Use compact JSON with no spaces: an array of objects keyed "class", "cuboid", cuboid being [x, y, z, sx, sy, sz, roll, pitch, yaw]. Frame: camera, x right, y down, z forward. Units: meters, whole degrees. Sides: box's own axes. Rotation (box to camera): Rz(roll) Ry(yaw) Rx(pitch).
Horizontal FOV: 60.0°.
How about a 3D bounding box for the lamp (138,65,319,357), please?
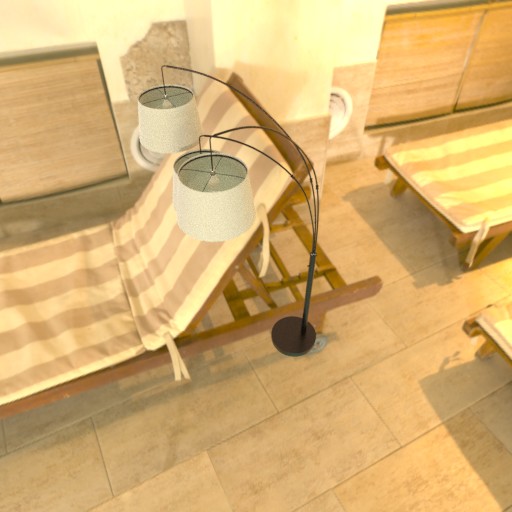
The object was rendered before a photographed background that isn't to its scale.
[{"class":"lamp","cuboid":[0.000,0.000,2.466,0.924,1.950,0.951,-16,47,-15]}]
